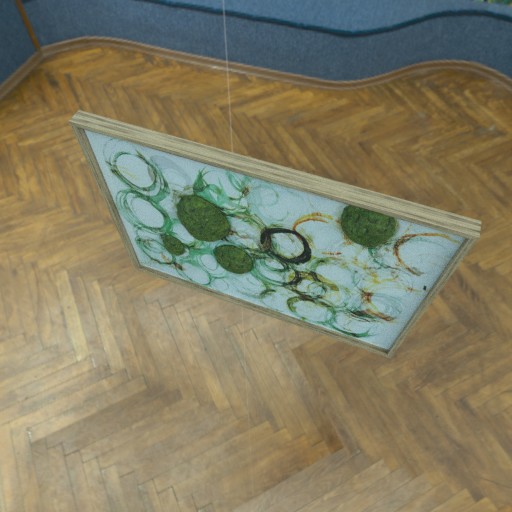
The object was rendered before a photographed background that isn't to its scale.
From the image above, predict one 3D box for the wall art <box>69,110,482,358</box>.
[{"bbox_3d":[0.000,0.000,1.116,0.841,0.609,0.063,18,59,11],"label":"wall art"}]
